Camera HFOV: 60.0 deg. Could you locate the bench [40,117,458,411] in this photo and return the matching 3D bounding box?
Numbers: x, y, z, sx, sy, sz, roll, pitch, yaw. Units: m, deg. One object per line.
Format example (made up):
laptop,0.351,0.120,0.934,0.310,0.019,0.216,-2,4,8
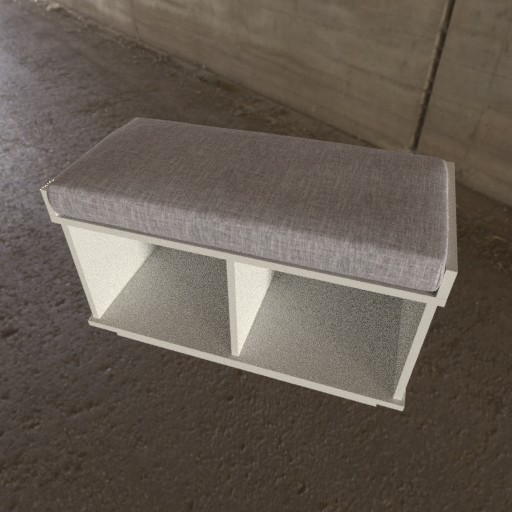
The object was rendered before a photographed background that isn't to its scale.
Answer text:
bench,0.000,0.000,0.991,0.734,0.461,0.362,12,42,14
